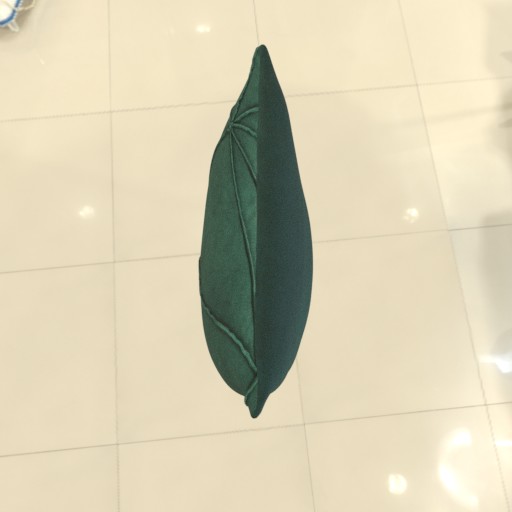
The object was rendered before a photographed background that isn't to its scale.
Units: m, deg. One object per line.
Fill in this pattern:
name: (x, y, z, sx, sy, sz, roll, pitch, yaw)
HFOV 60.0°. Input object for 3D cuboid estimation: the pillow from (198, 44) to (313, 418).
pillow: (0.000, 0.000, 0.692, 0.184, 0.440, 0.439, 1, 76, 0)
